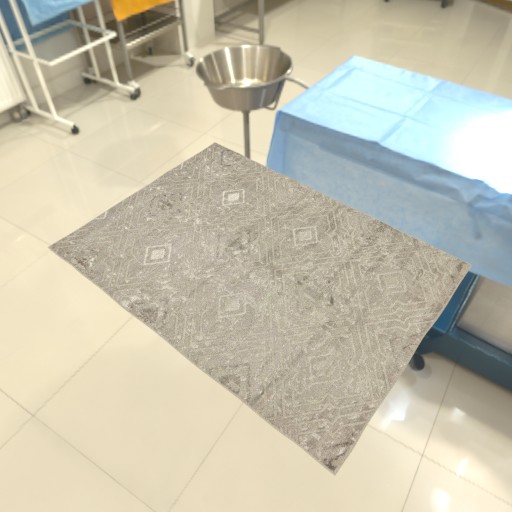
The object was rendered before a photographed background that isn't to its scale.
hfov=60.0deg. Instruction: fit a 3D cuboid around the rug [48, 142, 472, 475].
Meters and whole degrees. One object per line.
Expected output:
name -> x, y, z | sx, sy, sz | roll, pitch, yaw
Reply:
rug -> 0.000, 0.000, 4.320 | 3.359, 0.020, 2.448 | 31, 54, 26
